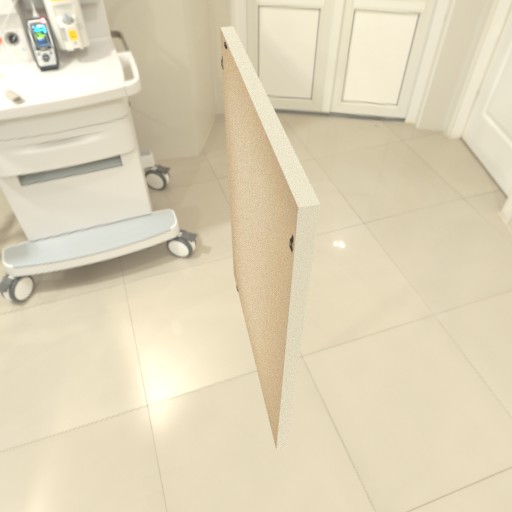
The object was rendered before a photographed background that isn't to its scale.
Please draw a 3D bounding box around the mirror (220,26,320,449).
[{"bbox_3d":[0.000,0.000,1.311,0.041,1.016,0.762,-9,47,-8],"label":"mirror"}]
